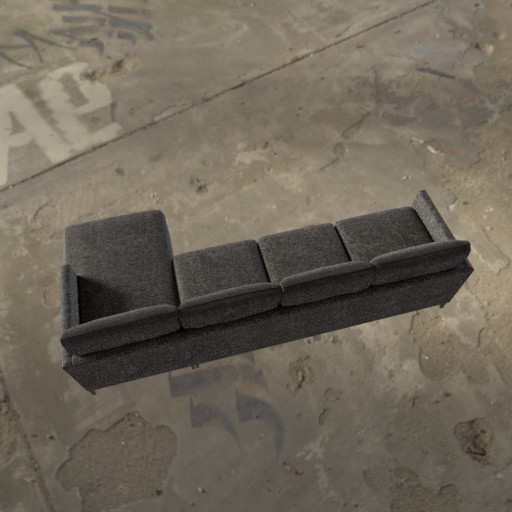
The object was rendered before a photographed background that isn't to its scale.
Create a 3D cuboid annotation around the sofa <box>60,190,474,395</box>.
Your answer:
[{"bbox_3d":[0.000,0.000,4.047,3.384,0.970,1.488,-12,58,-8],"label":"sofa"}]
